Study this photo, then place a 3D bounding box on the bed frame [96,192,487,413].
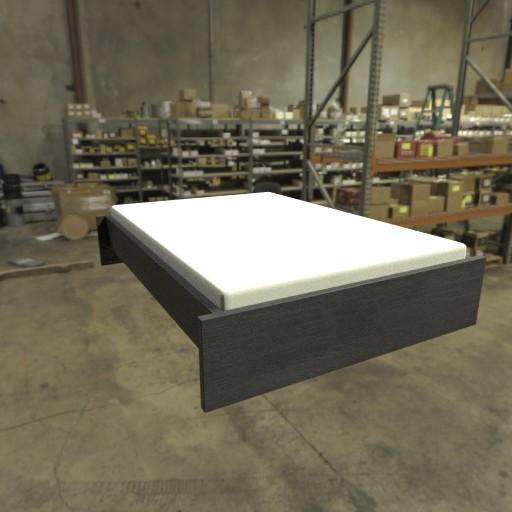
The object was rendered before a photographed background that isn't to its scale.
[{"bbox_3d":[0.000,0.000,2.672,1.490,0.432,1.950,-9,19,-27],"label":"bed frame"}]
